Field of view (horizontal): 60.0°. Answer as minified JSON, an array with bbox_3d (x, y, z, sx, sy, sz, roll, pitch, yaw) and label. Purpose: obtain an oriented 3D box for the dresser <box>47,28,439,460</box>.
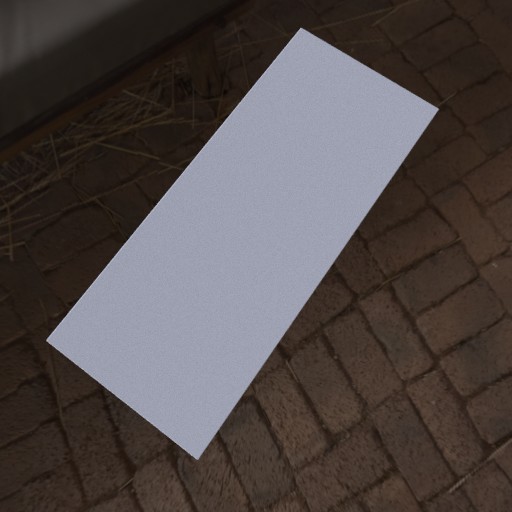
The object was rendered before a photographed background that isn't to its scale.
[{"bbox_3d":[0.000,0.000,1.544,0.460,0.820,1.100,35,78,8],"label":"dresser"}]
